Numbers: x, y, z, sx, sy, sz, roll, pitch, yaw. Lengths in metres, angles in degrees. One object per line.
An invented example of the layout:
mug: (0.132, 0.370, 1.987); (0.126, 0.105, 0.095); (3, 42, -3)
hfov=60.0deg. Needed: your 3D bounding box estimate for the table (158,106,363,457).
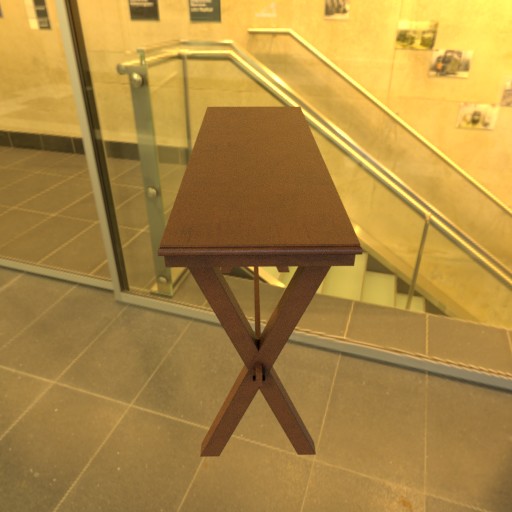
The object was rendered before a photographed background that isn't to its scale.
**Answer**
table: (0.000, 0.000, 1.567); (0.399, 0.763, 1.197); (0, 31, -1)
